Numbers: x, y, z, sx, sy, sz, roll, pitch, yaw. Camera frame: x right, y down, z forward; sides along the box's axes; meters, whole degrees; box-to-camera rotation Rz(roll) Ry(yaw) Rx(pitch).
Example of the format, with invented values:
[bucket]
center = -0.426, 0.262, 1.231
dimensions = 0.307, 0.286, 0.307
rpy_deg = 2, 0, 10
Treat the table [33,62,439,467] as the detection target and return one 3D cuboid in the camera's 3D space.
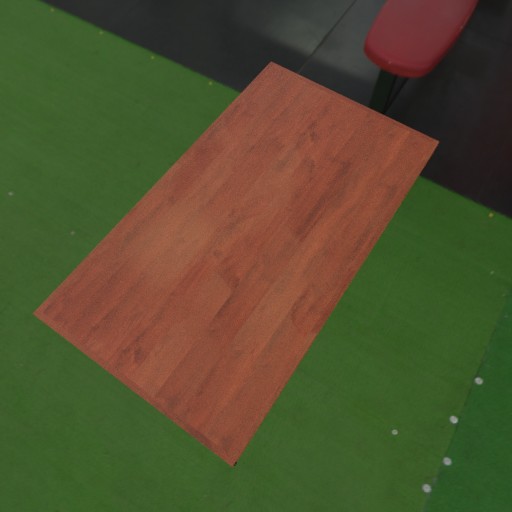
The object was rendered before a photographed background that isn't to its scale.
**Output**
[table]
center = 0.000, 0.000, 1.417
dimensions = 0.610, 0.457, 1.067
rpy_deg = 31, 68, 14
